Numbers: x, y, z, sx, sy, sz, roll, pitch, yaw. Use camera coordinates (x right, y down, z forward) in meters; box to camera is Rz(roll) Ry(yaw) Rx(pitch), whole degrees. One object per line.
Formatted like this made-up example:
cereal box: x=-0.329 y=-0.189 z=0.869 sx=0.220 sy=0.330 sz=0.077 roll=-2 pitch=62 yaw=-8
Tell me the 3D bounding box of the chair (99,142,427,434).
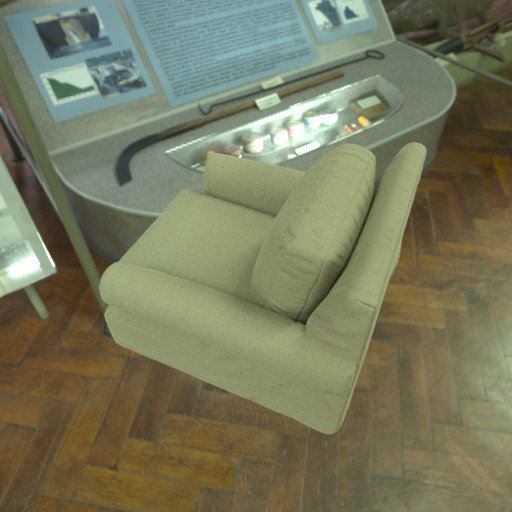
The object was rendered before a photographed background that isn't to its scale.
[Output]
chair: x=0.000 y=0.000 z=1.790 sx=1.066 sy=0.866 sz=0.940 roll=18 pitch=49 yaw=16
